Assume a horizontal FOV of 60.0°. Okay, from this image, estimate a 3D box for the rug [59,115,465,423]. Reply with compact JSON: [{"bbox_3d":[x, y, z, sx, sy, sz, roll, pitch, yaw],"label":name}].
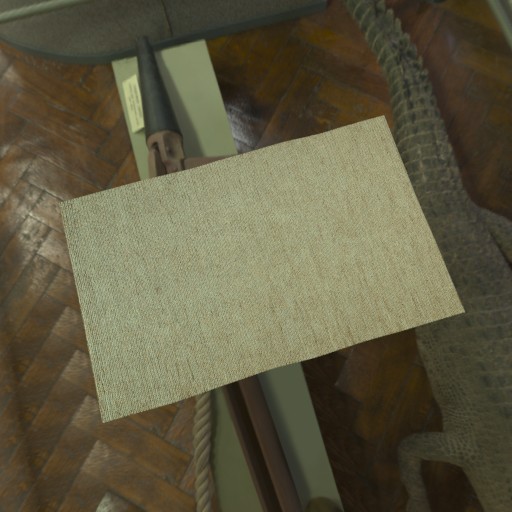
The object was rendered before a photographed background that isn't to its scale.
[{"bbox_3d":[0.000,0.000,3.026,2.439,0.011,1.533,-16,76,-4],"label":"rug"}]
